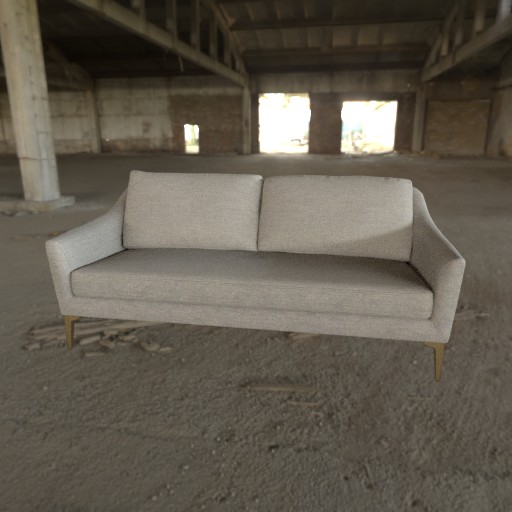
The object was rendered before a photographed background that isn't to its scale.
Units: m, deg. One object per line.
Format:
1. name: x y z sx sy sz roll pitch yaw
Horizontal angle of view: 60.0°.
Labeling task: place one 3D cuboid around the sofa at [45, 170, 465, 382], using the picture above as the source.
1. sofa: 0.000 0.000 2.581 2.036 0.913 0.980 3 16 9
